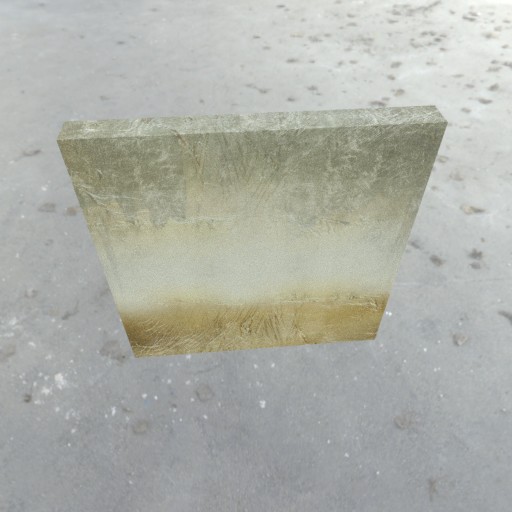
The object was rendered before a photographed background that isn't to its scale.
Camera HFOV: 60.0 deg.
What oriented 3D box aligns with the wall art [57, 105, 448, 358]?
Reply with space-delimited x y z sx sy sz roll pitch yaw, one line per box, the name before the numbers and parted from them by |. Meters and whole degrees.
wall art | 0.000 0.000 0.615 0.405 0.407 0.038 -4 46 -4
